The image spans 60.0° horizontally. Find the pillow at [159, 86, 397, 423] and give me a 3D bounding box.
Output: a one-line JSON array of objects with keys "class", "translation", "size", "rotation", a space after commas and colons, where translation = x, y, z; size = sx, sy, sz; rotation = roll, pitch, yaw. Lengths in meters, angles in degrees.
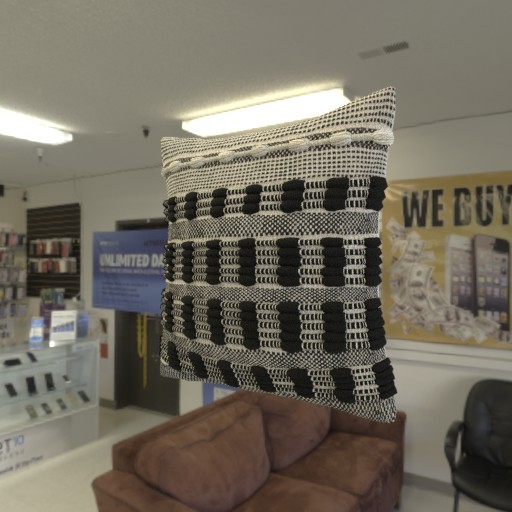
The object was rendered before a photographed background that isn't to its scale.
[{"class": "pillow", "translation": [0.000, 0.000, 0.690], "size": [0.436, 0.438, 0.156], "rotation": [0, -1, 35]}]
